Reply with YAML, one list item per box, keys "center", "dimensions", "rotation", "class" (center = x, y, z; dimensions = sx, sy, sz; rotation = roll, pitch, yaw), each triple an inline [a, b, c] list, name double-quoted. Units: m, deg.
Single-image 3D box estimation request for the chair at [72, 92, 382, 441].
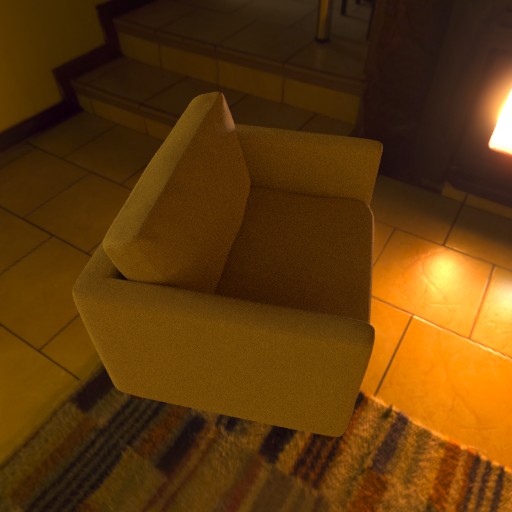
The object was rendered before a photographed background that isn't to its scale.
- center: [0.000, 0.000, 1.833]
  dimensions: [0.959, 0.961, 1.107]
  rotation: [9, 47, 8]
  class: "chair"
